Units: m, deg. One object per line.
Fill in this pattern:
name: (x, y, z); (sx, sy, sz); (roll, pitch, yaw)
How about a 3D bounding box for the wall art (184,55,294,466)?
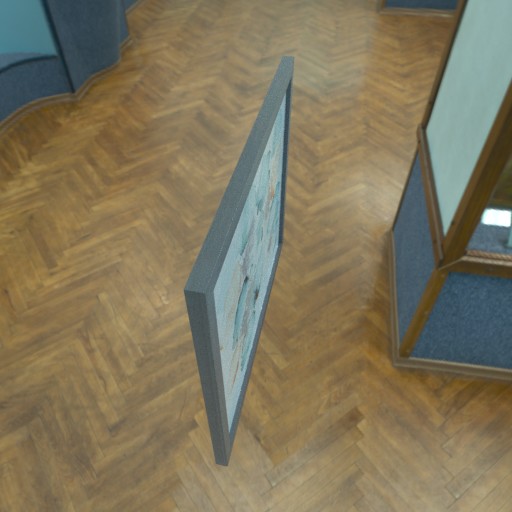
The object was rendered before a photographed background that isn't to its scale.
wall art: (0.000, 0.000, 0.923); (0.026, 0.558, 0.660); (9, 47, 8)
